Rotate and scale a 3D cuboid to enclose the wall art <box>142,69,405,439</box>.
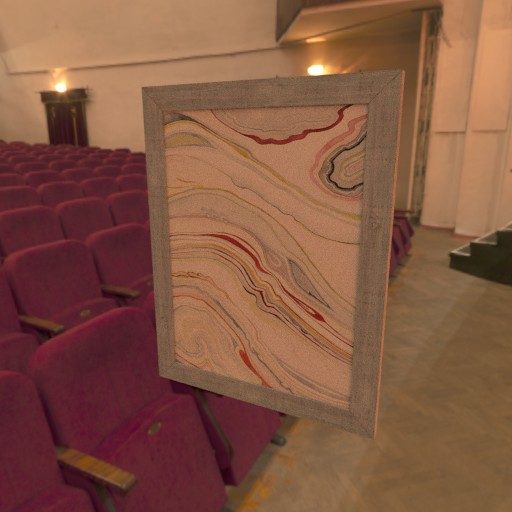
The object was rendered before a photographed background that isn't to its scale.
[{"bbox_3d":[0.000,0.000,0.825,0.481,0.613,0.020,7,16,26],"label":"wall art"}]
